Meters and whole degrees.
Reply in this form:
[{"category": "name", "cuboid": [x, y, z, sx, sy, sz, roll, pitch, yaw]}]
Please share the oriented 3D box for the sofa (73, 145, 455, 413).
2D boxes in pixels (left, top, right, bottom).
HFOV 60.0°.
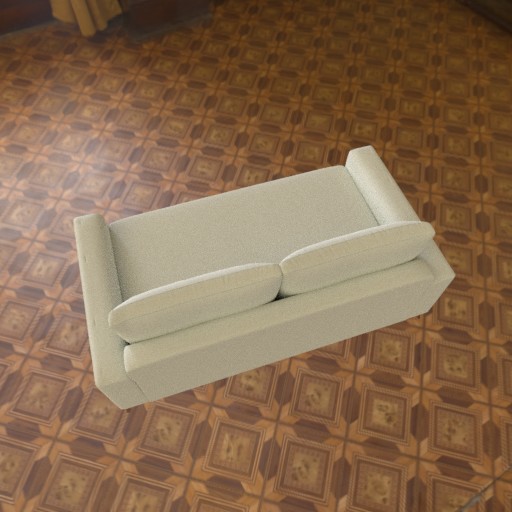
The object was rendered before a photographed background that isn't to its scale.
[{"category": "sofa", "cuboid": [0.000, 0.000, 2.218, 1.650, 0.790, 0.920, -16, 59, -9]}]
